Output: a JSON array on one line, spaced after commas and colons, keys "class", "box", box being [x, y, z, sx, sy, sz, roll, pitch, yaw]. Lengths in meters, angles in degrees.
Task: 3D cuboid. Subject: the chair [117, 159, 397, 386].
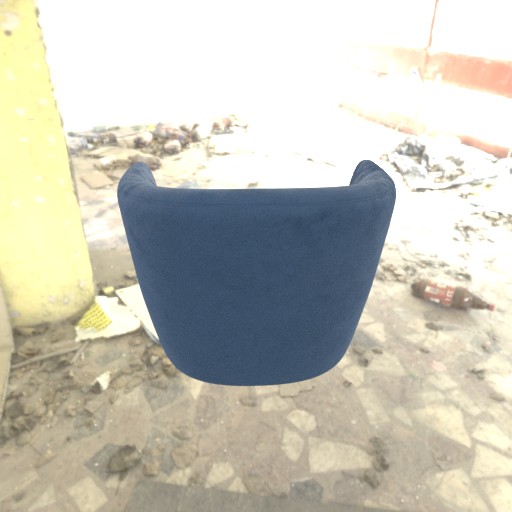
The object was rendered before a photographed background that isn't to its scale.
[{"class": "chair", "box": [0.000, 0.000, 1.366, 0.773, 0.698, 0.767, -1, 30, -2]}]
